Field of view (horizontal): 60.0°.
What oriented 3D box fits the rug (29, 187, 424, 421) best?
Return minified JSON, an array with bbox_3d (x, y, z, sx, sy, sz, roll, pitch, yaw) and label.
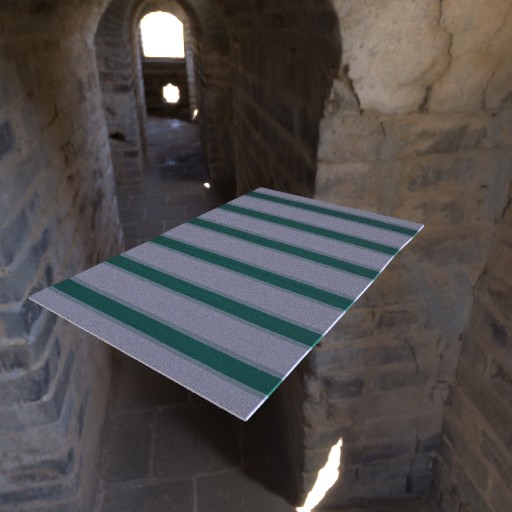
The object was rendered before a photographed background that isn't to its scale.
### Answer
[{"bbox_3d":[0.000,0.000,2.338,1.210,0.012,1.829,18,33,31],"label":"rug"}]
